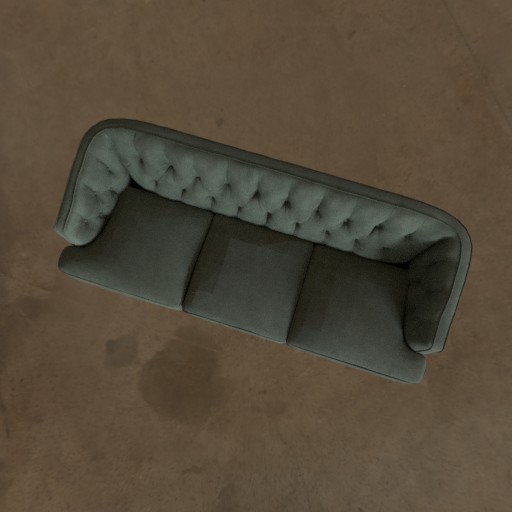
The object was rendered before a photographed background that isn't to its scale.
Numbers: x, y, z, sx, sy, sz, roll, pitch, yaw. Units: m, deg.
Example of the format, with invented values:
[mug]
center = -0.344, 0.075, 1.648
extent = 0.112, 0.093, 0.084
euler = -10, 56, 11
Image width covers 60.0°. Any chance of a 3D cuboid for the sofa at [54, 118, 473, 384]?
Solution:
[sofa]
center = 0.000, 0.000, 2.739
extent = 2.278, 0.855, 0.941
euler = 17, 77, 4
